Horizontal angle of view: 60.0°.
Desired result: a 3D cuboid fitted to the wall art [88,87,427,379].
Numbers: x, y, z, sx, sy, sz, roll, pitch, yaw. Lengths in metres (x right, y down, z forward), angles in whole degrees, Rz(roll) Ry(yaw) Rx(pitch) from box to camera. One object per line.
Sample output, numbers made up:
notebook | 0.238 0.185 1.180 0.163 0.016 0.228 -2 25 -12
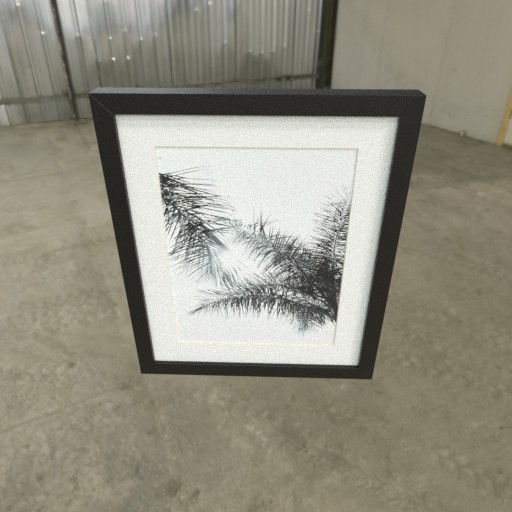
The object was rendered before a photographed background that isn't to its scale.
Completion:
wall art | 0.000 0.000 0.536 0.325 0.380 0.028 1 31 2
